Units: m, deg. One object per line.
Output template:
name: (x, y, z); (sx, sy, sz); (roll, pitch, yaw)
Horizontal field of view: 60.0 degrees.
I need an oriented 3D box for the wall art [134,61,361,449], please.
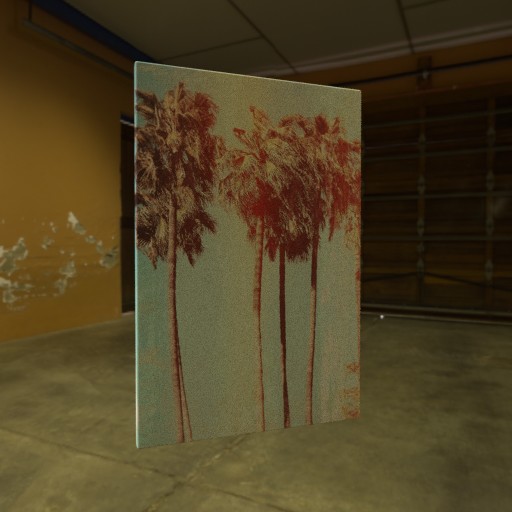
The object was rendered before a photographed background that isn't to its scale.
wall art: (0.000, 0.000, 1.153); (0.605, 0.915, 0.037); (0, 1, -19)
